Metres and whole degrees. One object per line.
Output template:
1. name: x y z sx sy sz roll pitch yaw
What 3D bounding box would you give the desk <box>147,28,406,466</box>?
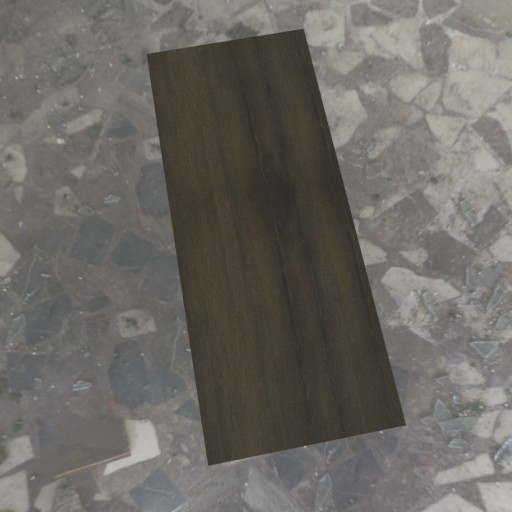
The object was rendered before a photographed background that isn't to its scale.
1. desk: 0.000 0.000 1.536 0.511 0.752 1.134 -10 76 -3
